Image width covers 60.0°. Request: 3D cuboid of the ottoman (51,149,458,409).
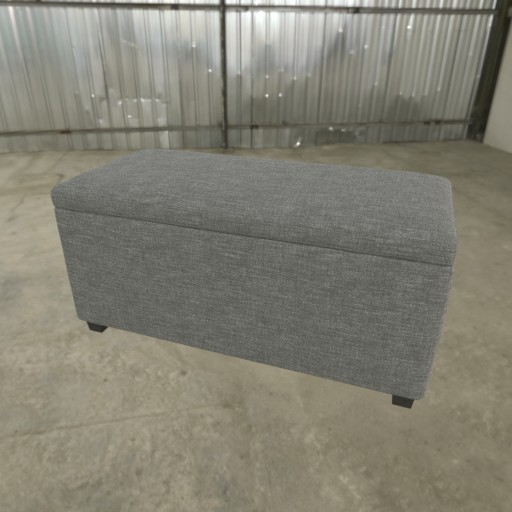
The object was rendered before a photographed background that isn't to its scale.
[{"bbox_3d":[0.000,0.000,1.140,0.902,0.432,0.419,9,28,17],"label":"ottoman"}]
